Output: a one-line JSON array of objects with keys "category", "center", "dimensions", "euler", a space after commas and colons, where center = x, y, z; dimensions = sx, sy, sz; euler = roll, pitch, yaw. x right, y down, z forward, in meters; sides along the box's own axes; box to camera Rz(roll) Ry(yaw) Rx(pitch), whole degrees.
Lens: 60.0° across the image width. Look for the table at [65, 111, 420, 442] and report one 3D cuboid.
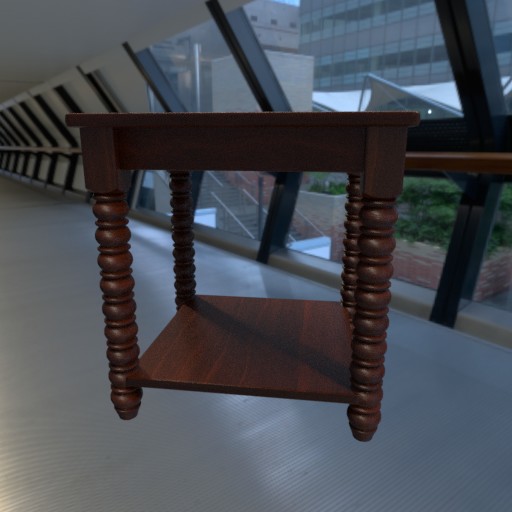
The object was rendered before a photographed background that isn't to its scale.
[{"category": "table", "center": [0.000, 0.000, 0.958], "dimensions": [0.533, 0.567, 0.500], "euler": [2, 15, 8]}]
